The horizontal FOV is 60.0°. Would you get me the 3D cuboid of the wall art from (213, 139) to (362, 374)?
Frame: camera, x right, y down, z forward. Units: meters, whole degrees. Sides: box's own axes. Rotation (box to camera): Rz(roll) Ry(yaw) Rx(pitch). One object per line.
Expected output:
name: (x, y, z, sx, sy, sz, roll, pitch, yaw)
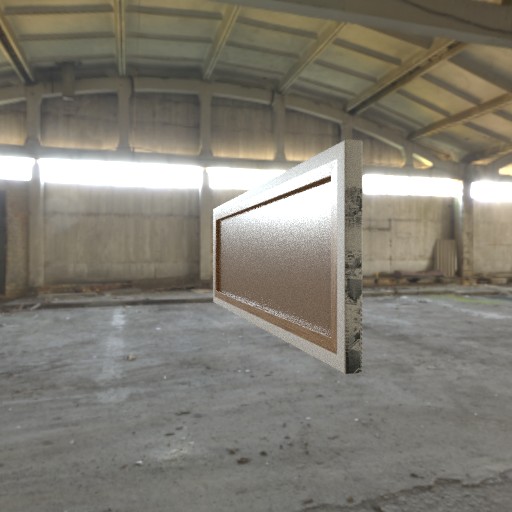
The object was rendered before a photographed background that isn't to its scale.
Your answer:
wall art: (0.000, 0.000, 1.692, 0.044, 0.507, 1.520, 0, 0, -16)
